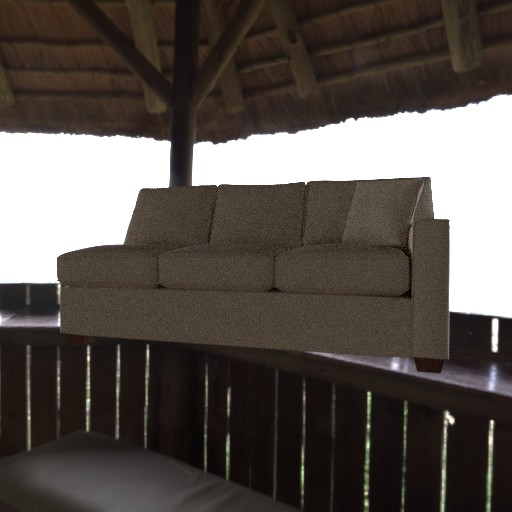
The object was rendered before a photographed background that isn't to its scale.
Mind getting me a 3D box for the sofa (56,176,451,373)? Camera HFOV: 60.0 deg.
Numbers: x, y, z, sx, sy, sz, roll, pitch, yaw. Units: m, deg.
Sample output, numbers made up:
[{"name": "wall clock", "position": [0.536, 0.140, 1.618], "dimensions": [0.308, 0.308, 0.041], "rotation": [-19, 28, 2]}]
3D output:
[{"name": "sofa", "position": [0.000, 0.000, 2.547], "dimensions": [1.963, 0.946, 1.034], "rotation": [0, 1, 17]}]
